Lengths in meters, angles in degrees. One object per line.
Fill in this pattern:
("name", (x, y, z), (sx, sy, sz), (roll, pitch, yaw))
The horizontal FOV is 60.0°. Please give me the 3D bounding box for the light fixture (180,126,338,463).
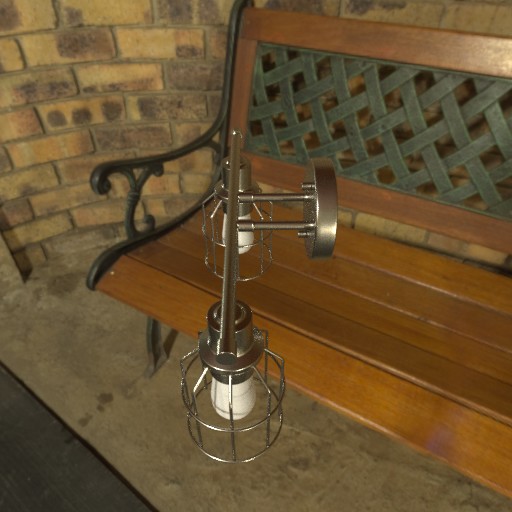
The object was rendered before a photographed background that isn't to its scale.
("light fixture", (0.000, 0.000, 0.550), (0.165, 0.254, 0.406), (0, 41, -1))
